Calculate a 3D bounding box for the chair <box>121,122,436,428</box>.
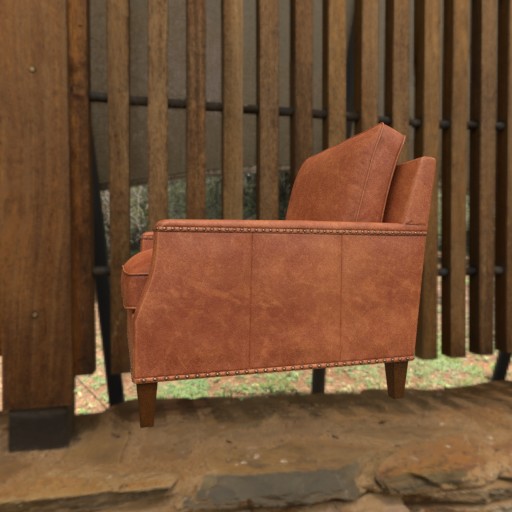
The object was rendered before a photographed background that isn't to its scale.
[{"bbox_3d":[0.000,0.000,1.737,1.014,0.943,0.853,0,0,-17],"label":"chair"}]
